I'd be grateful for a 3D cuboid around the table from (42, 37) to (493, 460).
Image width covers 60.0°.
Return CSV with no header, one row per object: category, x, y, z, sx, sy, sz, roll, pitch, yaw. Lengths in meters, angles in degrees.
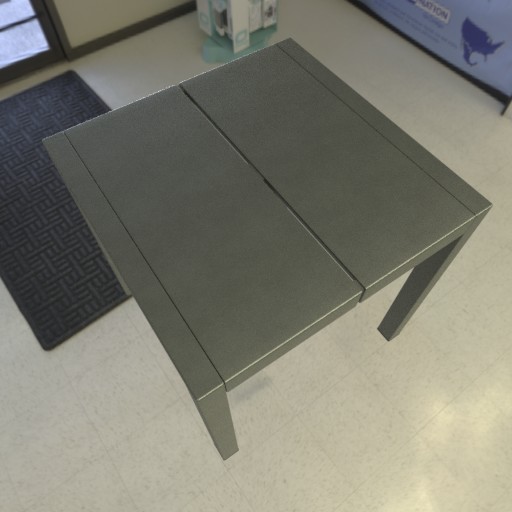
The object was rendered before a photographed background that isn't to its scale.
table,0.000,0.000,0.905,0.508,0.508,0.508,-30,63,-17
